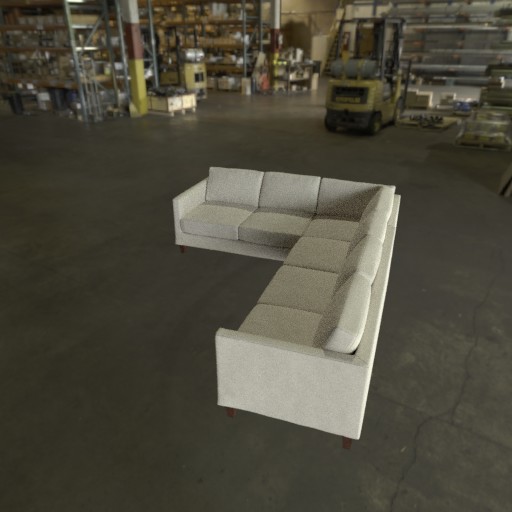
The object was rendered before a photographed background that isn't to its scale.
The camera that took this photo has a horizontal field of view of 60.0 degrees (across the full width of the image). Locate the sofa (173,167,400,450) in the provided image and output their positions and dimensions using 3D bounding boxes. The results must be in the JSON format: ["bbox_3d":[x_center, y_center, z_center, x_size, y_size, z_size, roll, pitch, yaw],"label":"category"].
[{"bbox_3d":[0.000,0.000,4.213,2.432,0.863,3.182,9,27,18],"label":"sofa"}]
